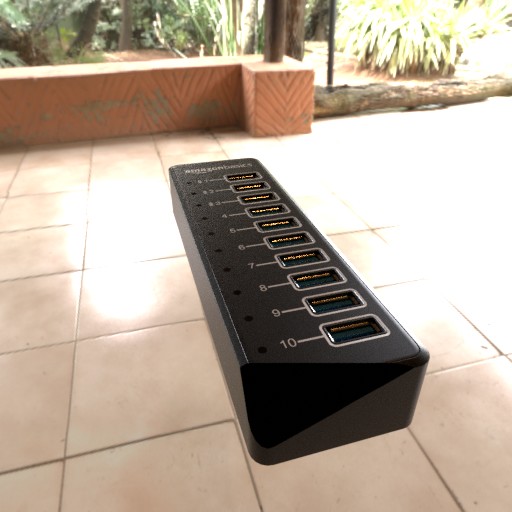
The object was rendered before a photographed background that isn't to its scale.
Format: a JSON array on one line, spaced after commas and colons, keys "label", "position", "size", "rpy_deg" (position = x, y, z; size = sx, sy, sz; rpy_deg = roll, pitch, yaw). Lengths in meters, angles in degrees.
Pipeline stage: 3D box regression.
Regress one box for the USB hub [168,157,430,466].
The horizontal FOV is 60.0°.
[{"label": "USB hub", "position": [0.000, 0.000, 0.161], "size": [0.044, 0.023, 0.145], "rpy_deg": [-9, 33, -14]}]
